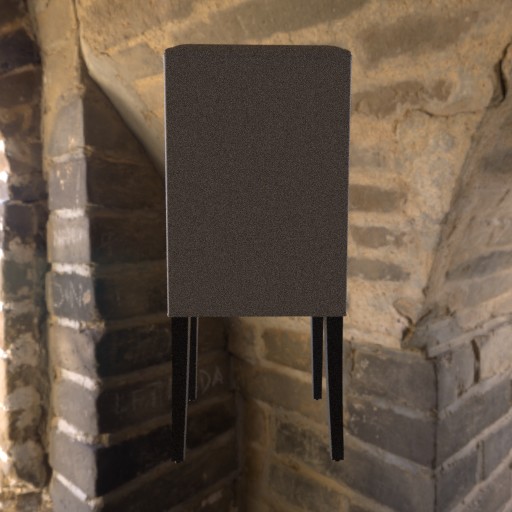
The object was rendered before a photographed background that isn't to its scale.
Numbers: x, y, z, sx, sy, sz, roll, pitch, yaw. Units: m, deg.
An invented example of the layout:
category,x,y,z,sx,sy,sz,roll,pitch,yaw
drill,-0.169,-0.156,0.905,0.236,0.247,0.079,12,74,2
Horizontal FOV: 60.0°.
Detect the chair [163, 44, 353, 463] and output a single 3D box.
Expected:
category,x,y,z,sx,sy,sz,roll,pitch,yaw
chair,0.000,0.000,1.255,0.474,0.961,0.523,0,0,-1
